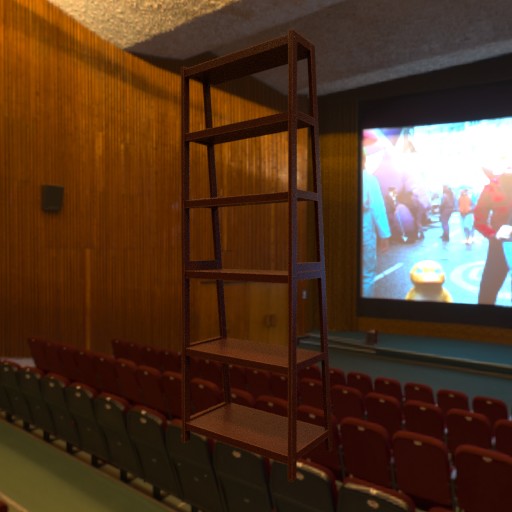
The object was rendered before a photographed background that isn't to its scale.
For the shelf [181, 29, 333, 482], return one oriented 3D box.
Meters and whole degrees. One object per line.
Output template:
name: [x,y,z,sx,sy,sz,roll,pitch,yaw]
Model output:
shelf: [0.000,0.000,2.199,0.660,1.892,0.381,1,1,36]
